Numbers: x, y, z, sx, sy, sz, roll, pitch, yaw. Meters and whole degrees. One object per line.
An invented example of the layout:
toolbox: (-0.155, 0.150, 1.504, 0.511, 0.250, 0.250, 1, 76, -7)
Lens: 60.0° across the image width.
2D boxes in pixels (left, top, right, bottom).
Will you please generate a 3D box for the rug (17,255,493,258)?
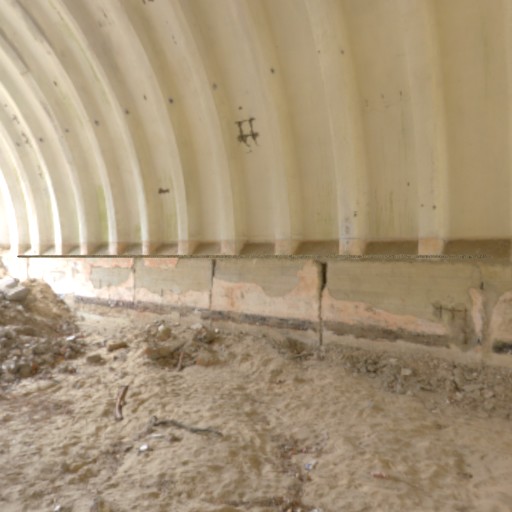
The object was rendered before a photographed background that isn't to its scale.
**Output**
rug: (0.000, 0.000, 2.891, 2.283, 0.013, 1.547, 0, 0, 2)
